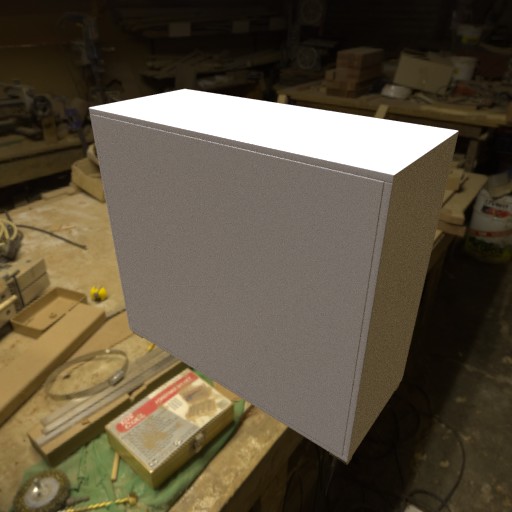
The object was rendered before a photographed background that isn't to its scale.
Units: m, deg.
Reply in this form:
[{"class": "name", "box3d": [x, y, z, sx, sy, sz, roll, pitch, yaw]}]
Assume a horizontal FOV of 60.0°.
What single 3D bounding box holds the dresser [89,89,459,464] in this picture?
[{"class": "dresser", "box3d": [0.000, 0.000, 1.641, 1.100, 1.000, 0.460, 21, 36, 32]}]
